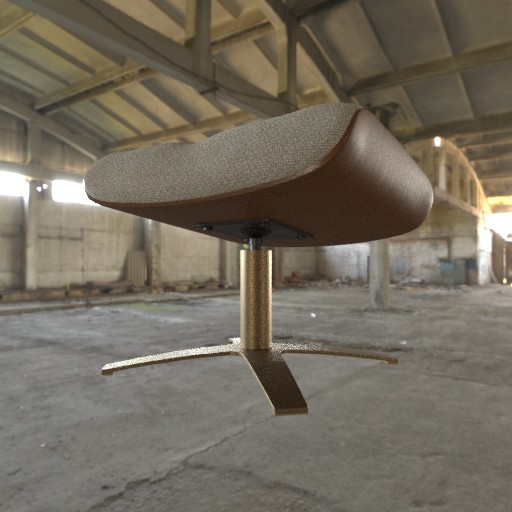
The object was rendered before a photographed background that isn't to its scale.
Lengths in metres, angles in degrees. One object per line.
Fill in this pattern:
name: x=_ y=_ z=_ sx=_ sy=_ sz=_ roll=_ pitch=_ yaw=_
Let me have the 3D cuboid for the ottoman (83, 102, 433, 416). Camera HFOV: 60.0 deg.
ottoman: x=0.000 y=0.000 z=0.787 sx=0.520 sy=0.391 sz=0.394 roll=-1 pitch=-1 yaw=36
